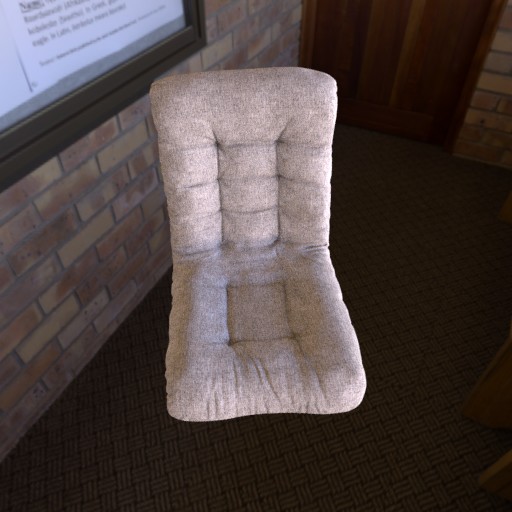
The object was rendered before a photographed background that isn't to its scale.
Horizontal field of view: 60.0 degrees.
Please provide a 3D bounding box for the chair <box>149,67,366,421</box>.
[{"bbox_3d":[0.000,0.000,0.957,0.400,0.600,0.583,-4,46,-4],"label":"chair"}]
